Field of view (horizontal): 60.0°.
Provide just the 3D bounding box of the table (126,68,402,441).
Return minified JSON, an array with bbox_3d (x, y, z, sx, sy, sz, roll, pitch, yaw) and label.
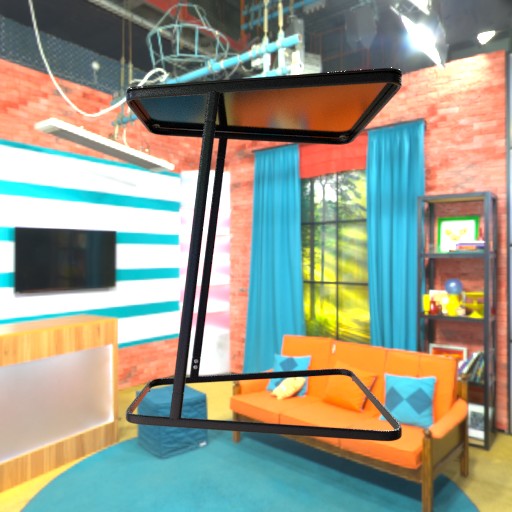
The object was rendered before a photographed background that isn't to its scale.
[{"bbox_3d":[0.000,0.000,0.944,0.500,0.624,0.427,0,0,-1],"label":"table"}]
